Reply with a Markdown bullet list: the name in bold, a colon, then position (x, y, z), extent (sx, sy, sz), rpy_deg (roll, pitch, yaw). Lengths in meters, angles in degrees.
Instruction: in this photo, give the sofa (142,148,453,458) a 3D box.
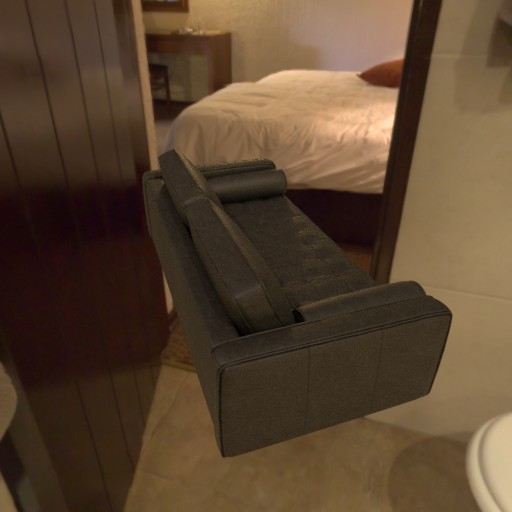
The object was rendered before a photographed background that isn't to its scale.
- **sofa**: position (0.000, 0.000, 2.319), extent (0.921, 0.770, 1.879), rpy_deg (-10, 32, -17)
